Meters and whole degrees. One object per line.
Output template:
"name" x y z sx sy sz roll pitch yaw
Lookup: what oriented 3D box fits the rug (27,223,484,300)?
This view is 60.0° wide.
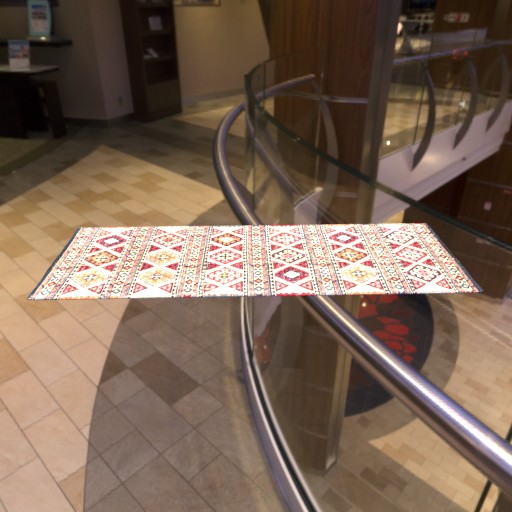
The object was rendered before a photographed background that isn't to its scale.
"rug" 0.000 0.000 2.638 2.362 0.008 0.832 -1 30 -1
